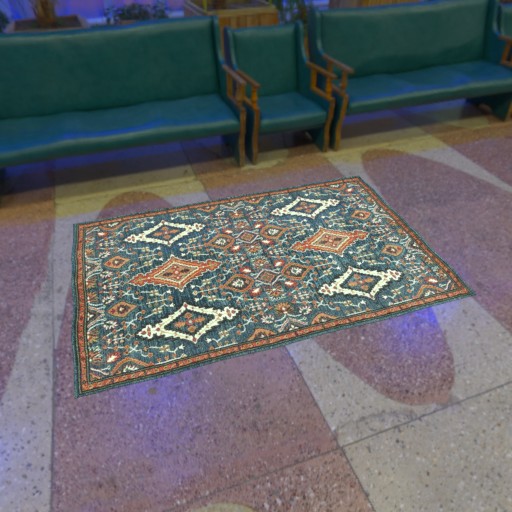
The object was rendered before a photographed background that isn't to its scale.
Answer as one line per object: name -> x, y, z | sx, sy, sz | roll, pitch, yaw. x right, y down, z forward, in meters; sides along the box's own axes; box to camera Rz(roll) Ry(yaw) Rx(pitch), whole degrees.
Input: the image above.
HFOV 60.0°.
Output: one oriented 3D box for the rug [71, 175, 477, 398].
rug -> 0.000, 0.000, 4.244 | 3.371, 0.008, 2.190 | -12, 41, -14
